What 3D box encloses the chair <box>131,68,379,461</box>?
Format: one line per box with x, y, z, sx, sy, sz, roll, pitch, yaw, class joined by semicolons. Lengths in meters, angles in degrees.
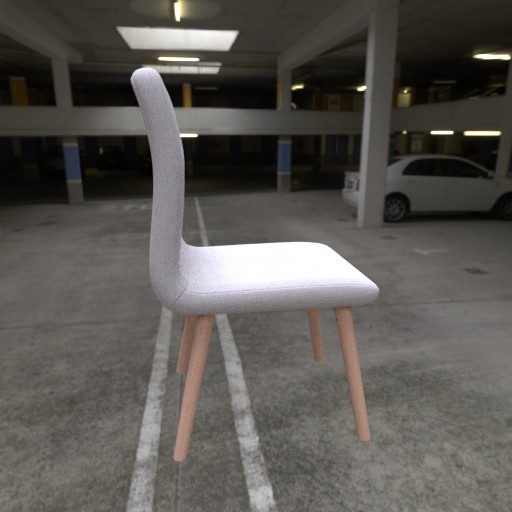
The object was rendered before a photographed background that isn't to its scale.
0.000;0.000;1.184;0.550;0.885;0.435;-2;16;-9;chair
